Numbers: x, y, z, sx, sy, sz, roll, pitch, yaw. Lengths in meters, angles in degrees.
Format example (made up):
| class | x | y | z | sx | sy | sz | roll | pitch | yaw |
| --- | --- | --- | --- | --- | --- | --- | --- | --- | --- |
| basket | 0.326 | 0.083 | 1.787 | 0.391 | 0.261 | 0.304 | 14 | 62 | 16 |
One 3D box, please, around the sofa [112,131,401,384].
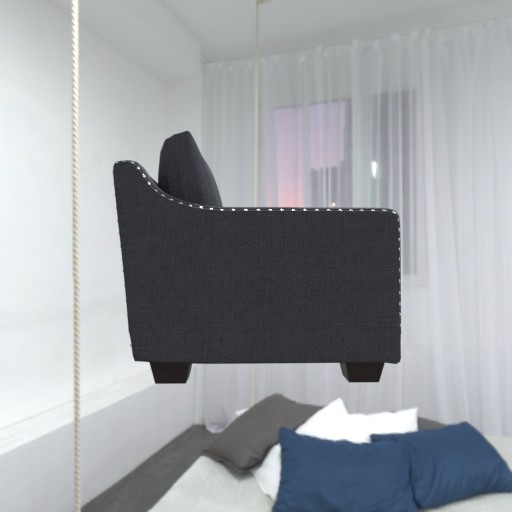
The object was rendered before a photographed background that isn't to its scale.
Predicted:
| class | x | y | z | sx | sy | sz | roll | pitch | yaw |
| --- | --- | --- | --- | --- | --- | --- | --- | --- | --- |
| sofa | 0.000 | 0.000 | 3.232 | 1.336 | 1.196 | 2.550 | 0 | -1 | -1 |
